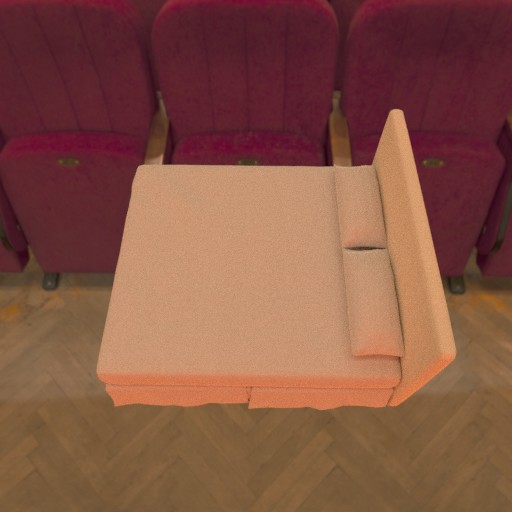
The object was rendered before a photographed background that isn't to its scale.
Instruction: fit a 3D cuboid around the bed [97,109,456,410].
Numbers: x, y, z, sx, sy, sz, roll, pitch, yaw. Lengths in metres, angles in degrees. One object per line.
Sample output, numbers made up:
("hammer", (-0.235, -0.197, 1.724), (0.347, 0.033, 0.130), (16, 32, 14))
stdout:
("bed", (0.000, 0.000, 3.569), (2.341, 1.317, 2.119), (1, 59, 0))
